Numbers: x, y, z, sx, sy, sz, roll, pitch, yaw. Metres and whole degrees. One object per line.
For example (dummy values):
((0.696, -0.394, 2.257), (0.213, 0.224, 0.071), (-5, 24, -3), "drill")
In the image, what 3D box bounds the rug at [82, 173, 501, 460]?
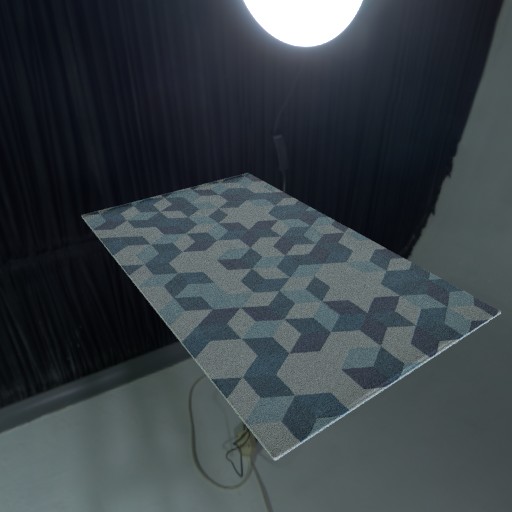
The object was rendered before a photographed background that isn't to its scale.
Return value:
((0.000, 0.000, 2.862), (1.518, 0.015, 2.438), (-20, 37, -29), "rug")
